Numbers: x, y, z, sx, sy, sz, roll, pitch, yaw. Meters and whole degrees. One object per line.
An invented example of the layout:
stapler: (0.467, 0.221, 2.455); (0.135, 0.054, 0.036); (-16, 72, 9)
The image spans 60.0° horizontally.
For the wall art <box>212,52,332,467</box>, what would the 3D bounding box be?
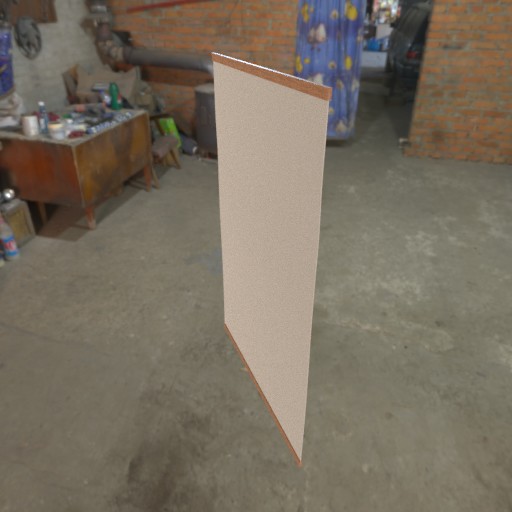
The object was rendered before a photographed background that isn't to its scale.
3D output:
wall art: (0.000, 0.000, 1.919); (0.019, 1.527, 1.019); (-11, 31, -19)
